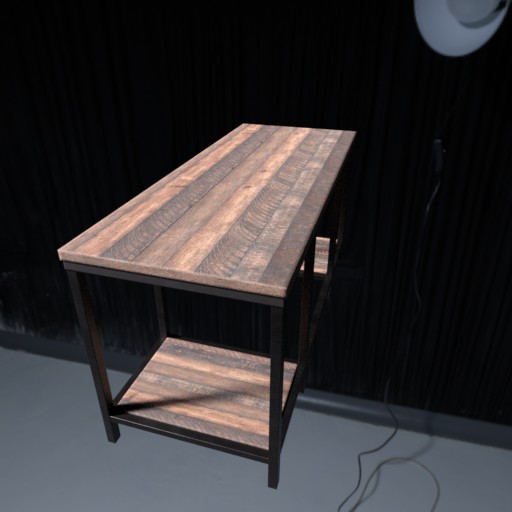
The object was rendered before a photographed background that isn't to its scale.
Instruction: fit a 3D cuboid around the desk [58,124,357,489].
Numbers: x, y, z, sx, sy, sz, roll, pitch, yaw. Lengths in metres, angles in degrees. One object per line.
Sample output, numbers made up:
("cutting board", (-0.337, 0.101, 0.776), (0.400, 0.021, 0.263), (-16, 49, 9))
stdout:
("desk", (0.000, 0.000, 1.909), (0.617, 0.753, 1.538), (8, 30, 15))
